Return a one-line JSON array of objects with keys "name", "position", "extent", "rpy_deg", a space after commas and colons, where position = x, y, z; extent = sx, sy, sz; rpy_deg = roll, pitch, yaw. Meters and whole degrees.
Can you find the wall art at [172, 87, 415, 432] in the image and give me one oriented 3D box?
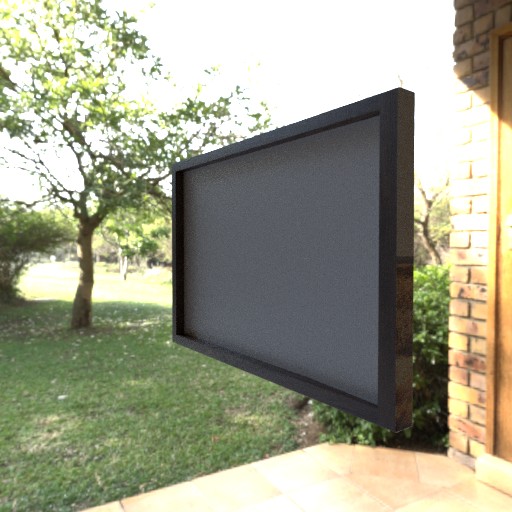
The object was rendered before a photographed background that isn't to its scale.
[{"name": "wall art", "position": [0.000, 0.000, 1.164], "extent": [0.050, 0.610, 0.914], "rpy_deg": [-1, 2, -36]}]
